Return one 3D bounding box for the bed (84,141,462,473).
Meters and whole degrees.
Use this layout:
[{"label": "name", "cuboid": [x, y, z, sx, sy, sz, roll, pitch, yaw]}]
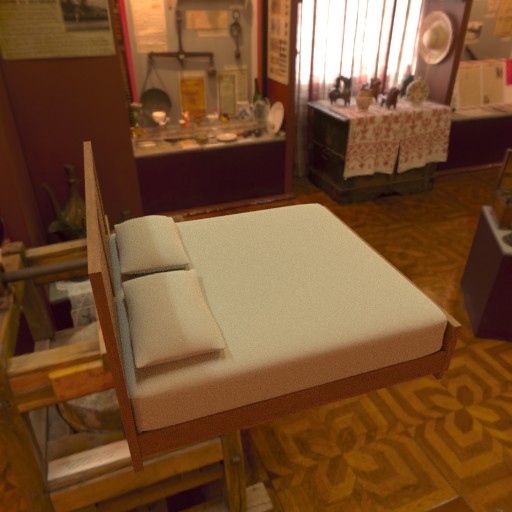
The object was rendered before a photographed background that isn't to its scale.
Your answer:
[{"label": "bed", "cuboid": [0.000, 0.000, 3.342, 2.184, 1.387, 2.003, -10, 32, -16]}]
